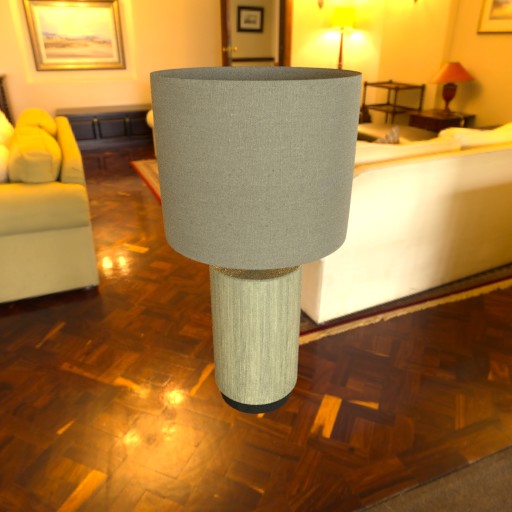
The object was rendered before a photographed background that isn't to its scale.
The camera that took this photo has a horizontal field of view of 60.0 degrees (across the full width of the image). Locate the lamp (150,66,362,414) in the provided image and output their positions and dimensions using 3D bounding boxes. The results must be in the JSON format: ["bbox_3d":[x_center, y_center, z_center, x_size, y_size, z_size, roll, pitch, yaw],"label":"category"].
[{"bbox_3d":[0.000,0.000,0.579,0.228,0.444,0.228,8,27,16],"label":"lamp"}]
